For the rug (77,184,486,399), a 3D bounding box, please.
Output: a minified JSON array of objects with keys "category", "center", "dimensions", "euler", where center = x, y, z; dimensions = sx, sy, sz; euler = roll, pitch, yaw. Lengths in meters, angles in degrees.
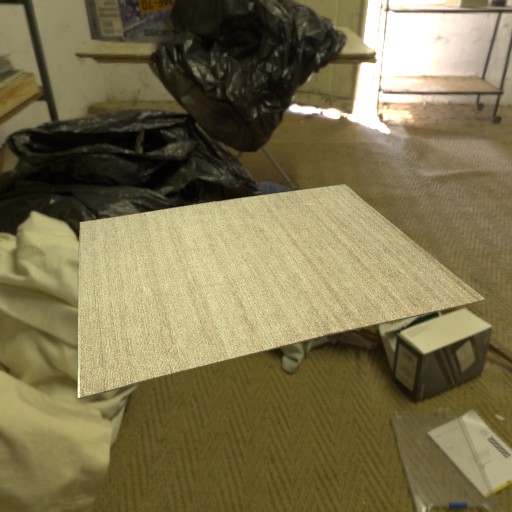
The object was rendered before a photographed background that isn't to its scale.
[{"category":"rug","center":[0.000,0.000,4.201],"dimensions":[3.202,0.045,2.434],"euler":[-10,35,-15]}]
